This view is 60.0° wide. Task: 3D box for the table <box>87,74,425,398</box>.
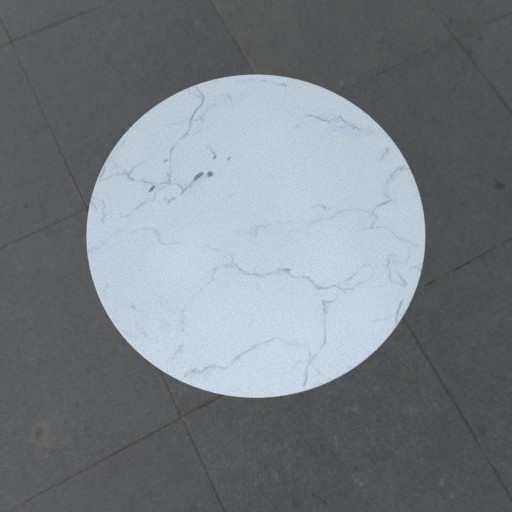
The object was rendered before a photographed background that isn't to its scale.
[{"bbox_3d":[0.000,0.000,0.859,0.500,0.420,0.500,0,76,0],"label":"table"}]
